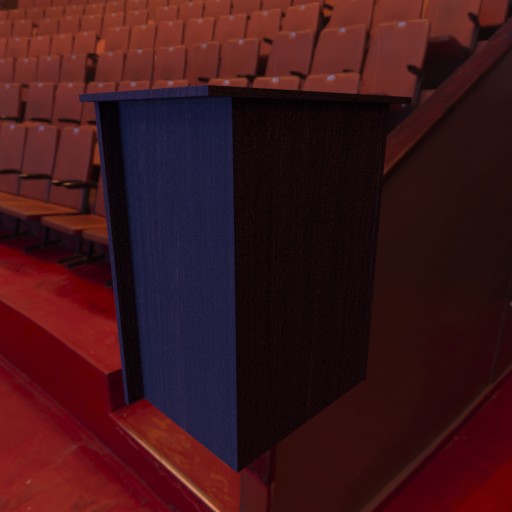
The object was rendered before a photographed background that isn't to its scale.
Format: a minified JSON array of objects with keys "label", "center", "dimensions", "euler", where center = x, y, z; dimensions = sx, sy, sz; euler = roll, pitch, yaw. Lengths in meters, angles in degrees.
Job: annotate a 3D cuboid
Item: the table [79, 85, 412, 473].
[{"label":"table","center":[0.000,0.000,1.046],"dimensions":[0.591,0.711,0.406],"euler":[-17,24,-42]}]
